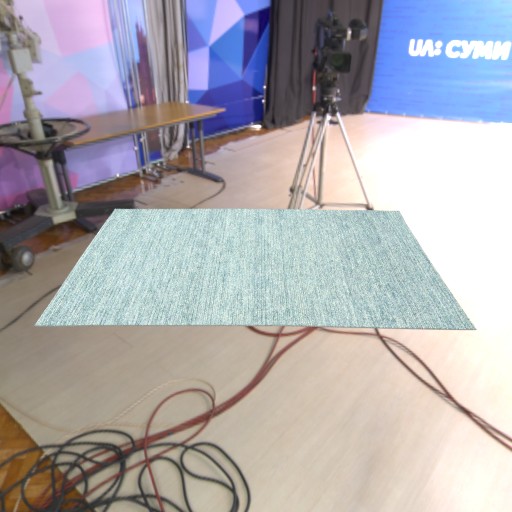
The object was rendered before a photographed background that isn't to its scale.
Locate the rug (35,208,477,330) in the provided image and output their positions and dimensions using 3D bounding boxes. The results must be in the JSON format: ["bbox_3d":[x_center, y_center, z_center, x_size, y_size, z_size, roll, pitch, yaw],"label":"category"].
[{"bbox_3d":[0.000,0.000,2.354,1.853,0.022,1.174,0,31,1],"label":"rug"}]
